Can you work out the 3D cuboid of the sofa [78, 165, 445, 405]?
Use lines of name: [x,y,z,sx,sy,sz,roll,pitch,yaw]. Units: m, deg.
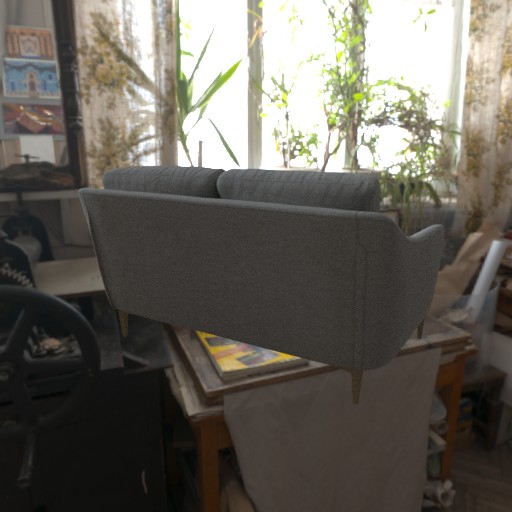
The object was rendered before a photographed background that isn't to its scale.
sofa: [0.000,0.000,2.201,1.619,0.904,0.960,9,18,28]
